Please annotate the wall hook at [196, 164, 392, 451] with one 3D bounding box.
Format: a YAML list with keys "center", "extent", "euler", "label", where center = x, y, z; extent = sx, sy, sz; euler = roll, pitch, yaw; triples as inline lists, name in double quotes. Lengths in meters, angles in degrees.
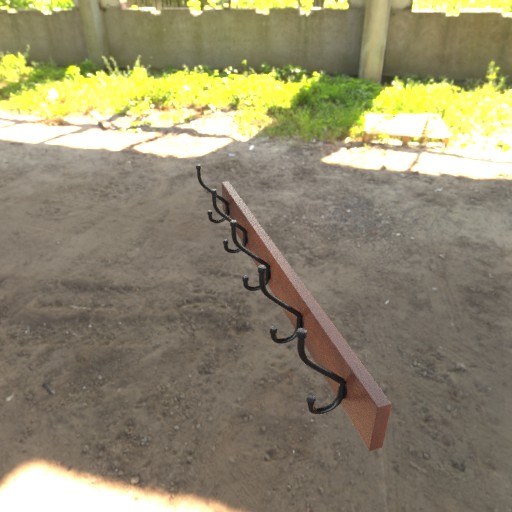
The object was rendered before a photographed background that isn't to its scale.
- center: [0.000, 0.000, 0.618]
  extent: [0.071, 0.117, 0.571]
  euler: [-9, 32, -15]
  label: "wall hook"
